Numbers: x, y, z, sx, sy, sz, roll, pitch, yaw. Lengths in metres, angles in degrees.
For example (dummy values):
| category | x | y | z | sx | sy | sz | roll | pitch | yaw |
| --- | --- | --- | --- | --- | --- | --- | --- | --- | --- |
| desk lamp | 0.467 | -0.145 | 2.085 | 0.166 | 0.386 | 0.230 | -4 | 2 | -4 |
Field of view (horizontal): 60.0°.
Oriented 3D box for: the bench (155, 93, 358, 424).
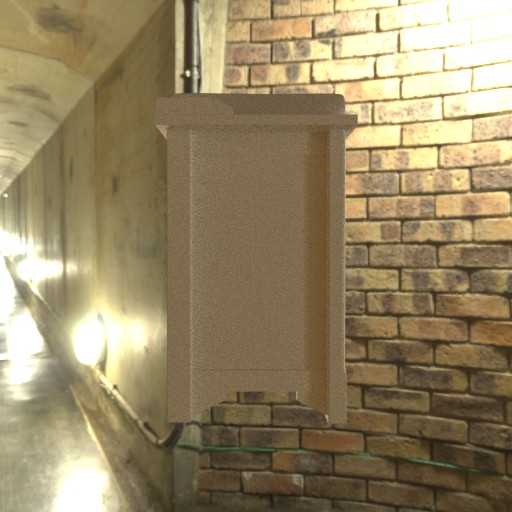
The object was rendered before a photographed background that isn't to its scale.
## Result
| category | x | y | z | sx | sy | sz | roll | pitch | yaw |
| --- | --- | --- | --- | --- | --- | --- | --- | --- | --- |
| bench | 0.000 | 0.000 | 1.252 | 0.346 | 0.589 | 0.987 | 0 | 0 | 0 |
